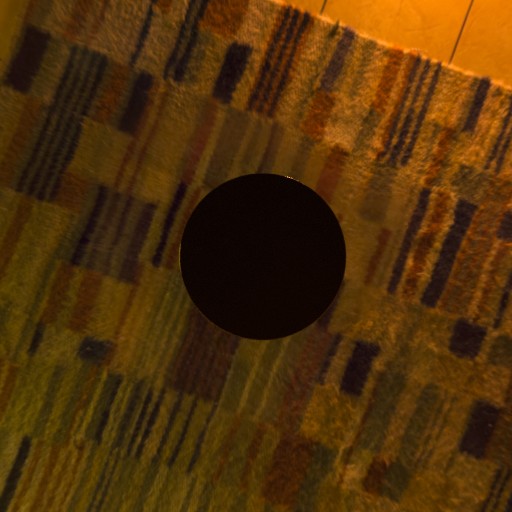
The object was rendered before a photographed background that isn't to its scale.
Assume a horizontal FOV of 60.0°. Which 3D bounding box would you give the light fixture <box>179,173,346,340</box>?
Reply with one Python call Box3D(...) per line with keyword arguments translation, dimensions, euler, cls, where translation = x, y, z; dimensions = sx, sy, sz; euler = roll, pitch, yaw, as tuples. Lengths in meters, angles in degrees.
Box3D(translation=(0.000, 0.000, 1.547), dimensions=(0.484, 1.271, 0.489), euler=(0, 90, -2), cls="light fixture")
